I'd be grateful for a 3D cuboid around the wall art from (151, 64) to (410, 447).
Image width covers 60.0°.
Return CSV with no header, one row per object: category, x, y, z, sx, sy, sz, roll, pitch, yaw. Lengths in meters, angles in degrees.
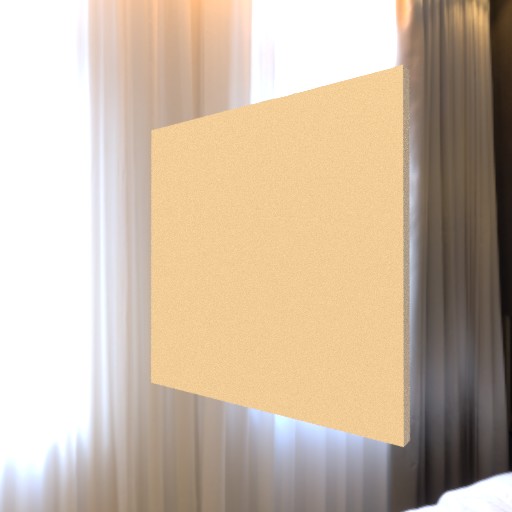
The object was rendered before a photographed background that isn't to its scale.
wall art,0.000,0.000,0.826,0.559,0.559,0.028,0,0,37
